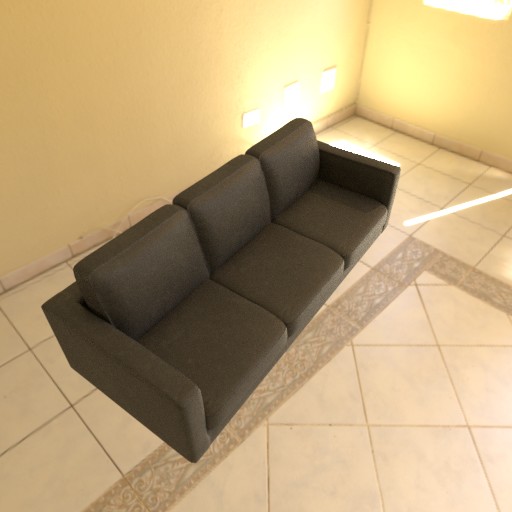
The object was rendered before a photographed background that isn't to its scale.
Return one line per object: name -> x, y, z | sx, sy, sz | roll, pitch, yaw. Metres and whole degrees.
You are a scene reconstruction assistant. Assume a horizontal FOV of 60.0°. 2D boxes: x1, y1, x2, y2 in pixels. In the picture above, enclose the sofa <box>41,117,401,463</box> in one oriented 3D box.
sofa -> 0.000, 0.000, 2.511 | 0.879, 0.899, 2.029 | 26, 48, 26
